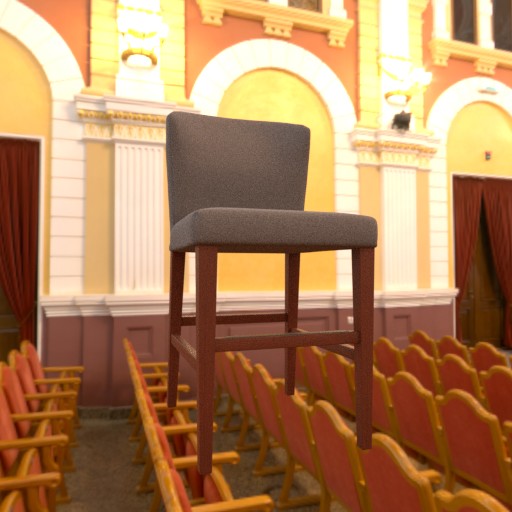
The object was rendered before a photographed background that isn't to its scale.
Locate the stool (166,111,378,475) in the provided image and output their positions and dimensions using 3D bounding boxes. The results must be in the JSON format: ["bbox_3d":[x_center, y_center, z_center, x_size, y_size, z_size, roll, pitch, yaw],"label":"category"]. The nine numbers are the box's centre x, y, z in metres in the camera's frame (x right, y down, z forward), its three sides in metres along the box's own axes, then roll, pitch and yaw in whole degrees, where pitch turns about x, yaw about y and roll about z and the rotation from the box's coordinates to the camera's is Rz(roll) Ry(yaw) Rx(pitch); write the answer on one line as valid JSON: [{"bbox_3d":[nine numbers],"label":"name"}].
[{"bbox_3d":[0.000,0.000,1.286,0.481,0.968,0.568,0,-1,-19],"label":"stool"}]
